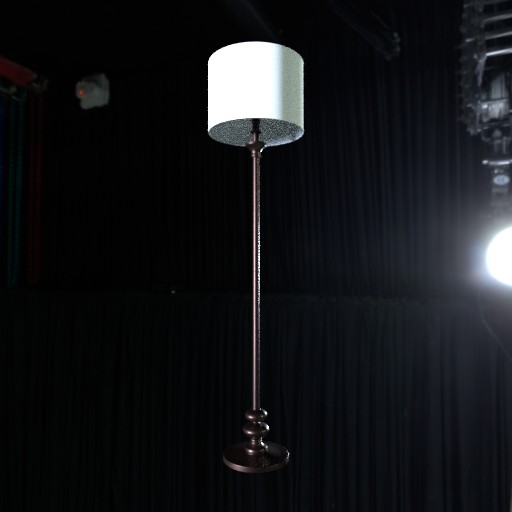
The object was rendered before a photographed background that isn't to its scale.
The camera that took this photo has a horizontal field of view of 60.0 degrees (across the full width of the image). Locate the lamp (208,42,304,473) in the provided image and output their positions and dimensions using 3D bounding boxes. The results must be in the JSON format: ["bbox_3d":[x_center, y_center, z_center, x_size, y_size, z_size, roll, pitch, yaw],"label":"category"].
[{"bbox_3d":[0.000,0.000,1.653,0.356,1.487,0.356,-1,-2,18],"label":"lamp"}]
